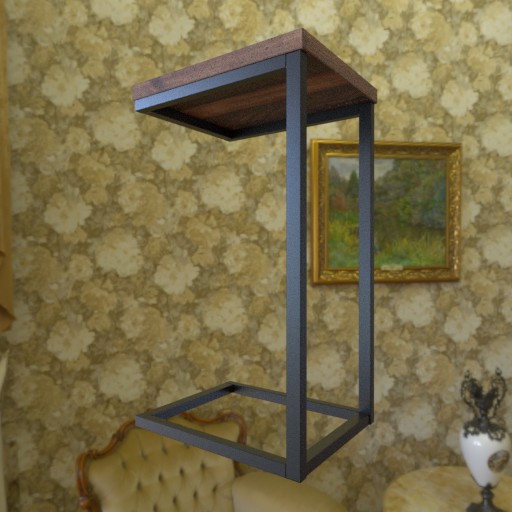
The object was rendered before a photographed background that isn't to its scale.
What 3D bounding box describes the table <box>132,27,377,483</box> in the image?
[{"bbox_3d":[0.000,0.000,0.945,0.414,0.718,0.323,0,0,36],"label":"table"}]
